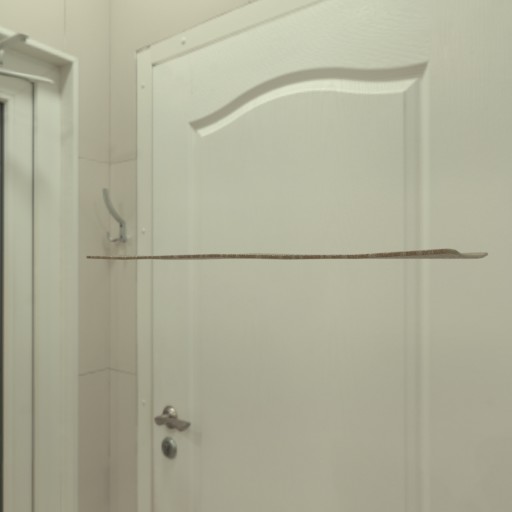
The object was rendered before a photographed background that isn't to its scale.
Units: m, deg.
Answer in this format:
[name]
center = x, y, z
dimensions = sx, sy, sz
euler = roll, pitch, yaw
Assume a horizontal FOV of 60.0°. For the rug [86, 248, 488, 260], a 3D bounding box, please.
[rug]
center = 0.000, 0.000, 2.733
dimensions = 2.452, 0.051, 0.752
euler = 0, 0, 36
